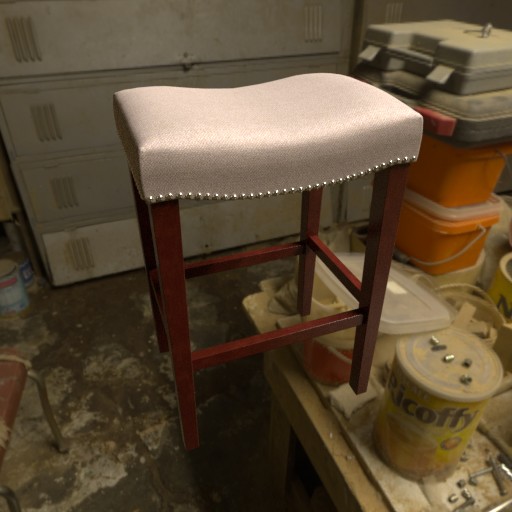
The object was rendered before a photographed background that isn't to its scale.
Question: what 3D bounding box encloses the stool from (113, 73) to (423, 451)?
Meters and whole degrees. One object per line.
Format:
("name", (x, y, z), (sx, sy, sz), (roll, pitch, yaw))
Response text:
("stool", (0.000, 0.000, 1.024), (0.504, 0.742, 0.372), (-12, 35, -17))
